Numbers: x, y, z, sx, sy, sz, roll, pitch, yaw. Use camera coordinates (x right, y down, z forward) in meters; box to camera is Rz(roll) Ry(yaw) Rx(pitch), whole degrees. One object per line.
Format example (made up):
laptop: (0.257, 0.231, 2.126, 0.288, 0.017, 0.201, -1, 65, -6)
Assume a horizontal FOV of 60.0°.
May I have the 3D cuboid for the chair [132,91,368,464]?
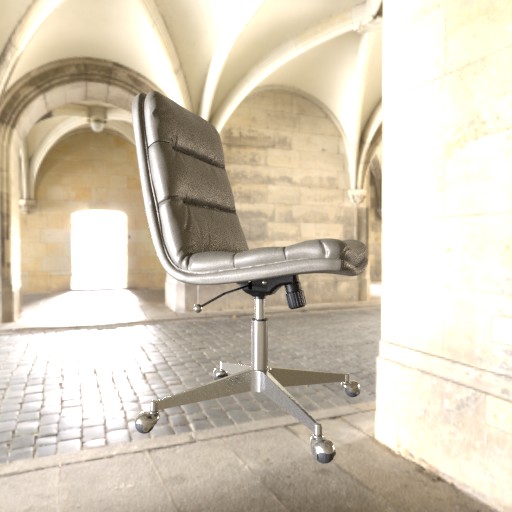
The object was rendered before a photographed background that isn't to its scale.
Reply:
chair: (0.000, 0.000, 1.040, 0.485, 0.738, 0.422, 0, 1, 19)
